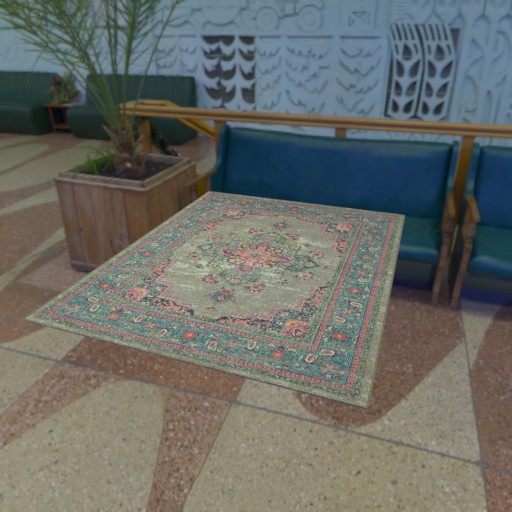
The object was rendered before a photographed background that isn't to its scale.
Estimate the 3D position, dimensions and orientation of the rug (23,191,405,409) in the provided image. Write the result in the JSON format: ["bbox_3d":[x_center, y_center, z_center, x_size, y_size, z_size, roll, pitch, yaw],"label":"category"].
[{"bbox_3d":[0.000,0.000,4.062,2.434,0.013,3.057,9,28,18],"label":"rug"}]
